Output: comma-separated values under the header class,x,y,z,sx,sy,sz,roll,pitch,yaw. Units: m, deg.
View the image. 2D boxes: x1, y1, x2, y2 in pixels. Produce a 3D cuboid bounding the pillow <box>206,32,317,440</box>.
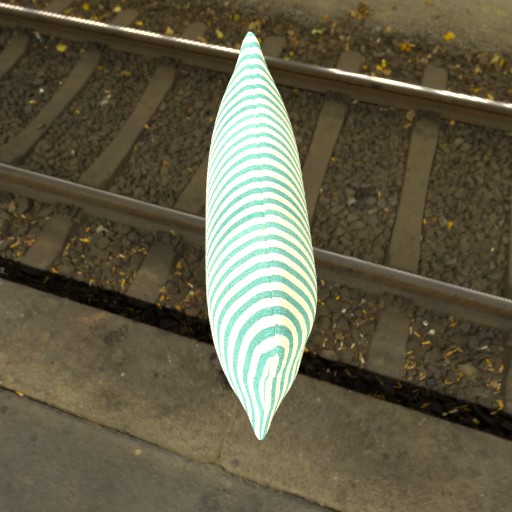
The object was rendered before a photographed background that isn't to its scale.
class,x,y,z,sx,sy,sz,roll,pitch,yaw
pillow,0.000,0.000,0.769,0.166,0.510,0.523,-3,58,-2
